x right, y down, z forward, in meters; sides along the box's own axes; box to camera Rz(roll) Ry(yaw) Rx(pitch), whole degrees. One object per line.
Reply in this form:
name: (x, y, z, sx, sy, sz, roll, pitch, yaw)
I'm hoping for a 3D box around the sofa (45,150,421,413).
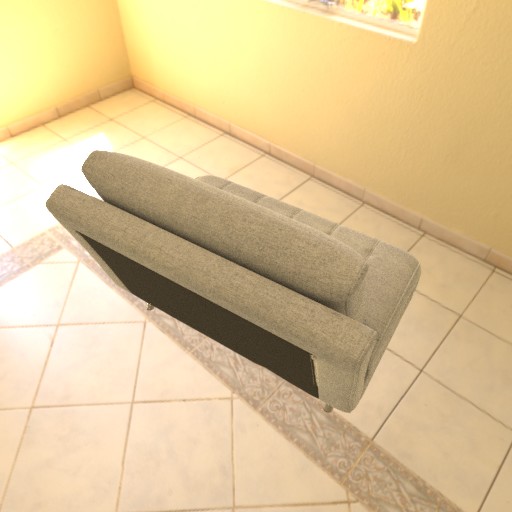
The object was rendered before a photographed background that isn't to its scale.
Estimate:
sofa: (0.000, 0.000, 1.846, 1.220, 0.910, 0.910, 25, 51, 22)
